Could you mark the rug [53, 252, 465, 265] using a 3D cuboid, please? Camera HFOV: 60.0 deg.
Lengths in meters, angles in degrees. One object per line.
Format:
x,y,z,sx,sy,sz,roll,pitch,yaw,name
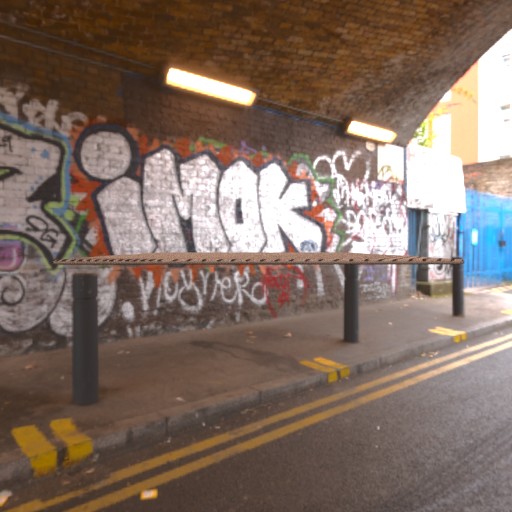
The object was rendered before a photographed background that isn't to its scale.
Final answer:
0.000,0.000,3.174,1.829,0.028,2.449,0,1,-1,rug
